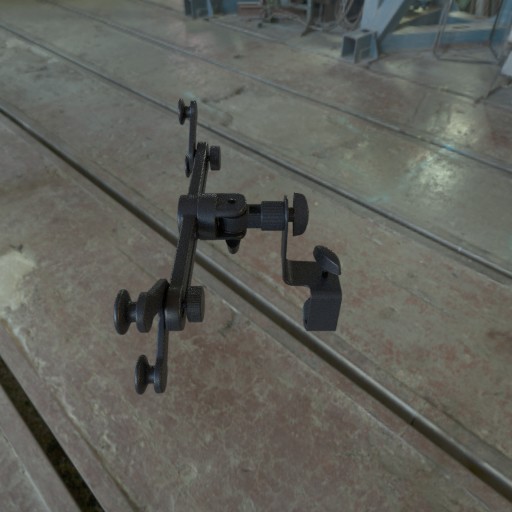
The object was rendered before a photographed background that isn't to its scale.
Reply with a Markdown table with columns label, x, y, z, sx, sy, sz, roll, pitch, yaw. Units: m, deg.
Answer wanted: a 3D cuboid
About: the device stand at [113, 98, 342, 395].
| label | x | y | z | sx | sy | sz | roll | pitch | yaw |
| --- | --- | --- | --- | --- | --- | --- | --- | --- | --- |
| device stand | 0.000 | 0.000 | 0.371 | 0.142 | 0.166 | 0.270 | 0 | 42 | 0 |
